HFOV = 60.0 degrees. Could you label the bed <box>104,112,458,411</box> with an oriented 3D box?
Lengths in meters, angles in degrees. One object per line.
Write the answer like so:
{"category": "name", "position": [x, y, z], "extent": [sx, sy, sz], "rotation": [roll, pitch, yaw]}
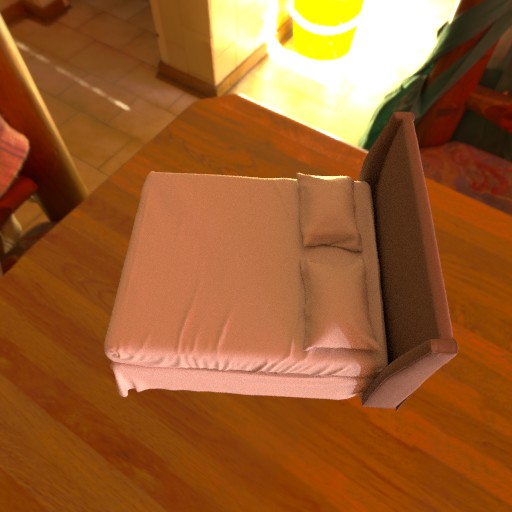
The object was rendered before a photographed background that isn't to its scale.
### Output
{"category": "bed", "position": [0.000, 0.000, 3.412], "extent": [2.276, 1.332, 1.925], "rotation": [3, 58, 2]}
